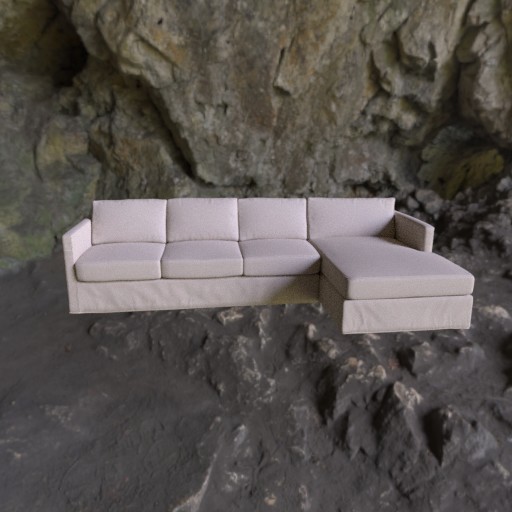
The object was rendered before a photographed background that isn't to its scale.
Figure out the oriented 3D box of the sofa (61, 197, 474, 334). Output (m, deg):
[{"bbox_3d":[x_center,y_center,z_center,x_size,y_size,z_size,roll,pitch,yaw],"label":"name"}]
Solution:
[{"bbox_3d":[0.000,0.000,3.909,3.206,0.871,1.622,-2,16,-6],"label":"sofa"}]
